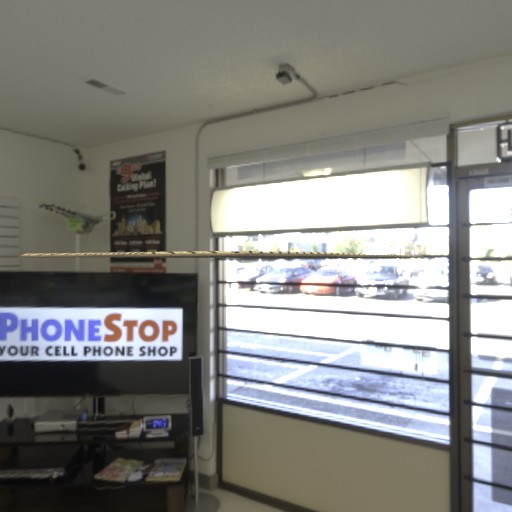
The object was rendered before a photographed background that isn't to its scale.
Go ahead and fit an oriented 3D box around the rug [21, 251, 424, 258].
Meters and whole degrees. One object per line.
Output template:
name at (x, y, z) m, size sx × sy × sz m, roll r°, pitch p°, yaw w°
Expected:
rug at (0.000, 0.000, 2.334) m, size 1.237 × 0.019 × 1.842 m, roll 0°, pitch -1°, yaw 35°
